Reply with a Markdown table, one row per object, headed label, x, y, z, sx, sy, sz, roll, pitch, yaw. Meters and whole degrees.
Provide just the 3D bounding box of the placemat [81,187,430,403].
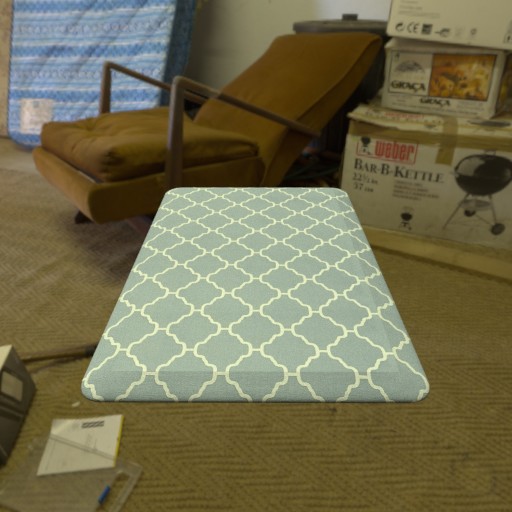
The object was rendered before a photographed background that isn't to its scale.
| label | x | y | z | sx | sy | sz | roll | pitch | yaw |
| --- | --- | --- | --- | --- | --- | --- | --- | --- | --- |
| placemat | 0.000 | 0.000 | 0.939 | 0.508 | 0.021 | 0.762 | 0 | 31 | 0 |
